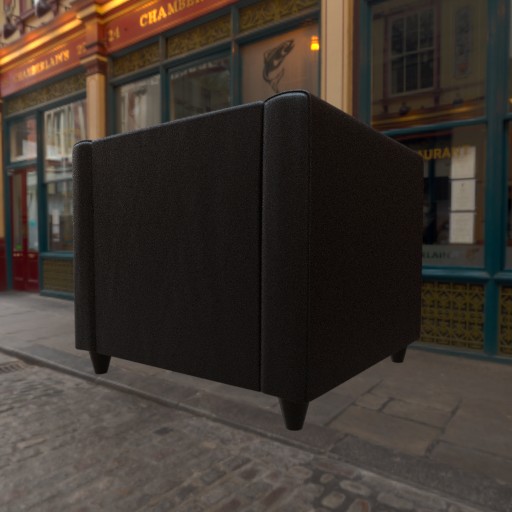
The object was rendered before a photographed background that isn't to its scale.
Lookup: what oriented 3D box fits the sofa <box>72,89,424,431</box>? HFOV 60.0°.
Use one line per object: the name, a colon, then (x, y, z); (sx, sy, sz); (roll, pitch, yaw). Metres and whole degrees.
sofa: (0.000, 0.000, 1.439); (0.839, 0.724, 0.809); (1, 2, 36)
